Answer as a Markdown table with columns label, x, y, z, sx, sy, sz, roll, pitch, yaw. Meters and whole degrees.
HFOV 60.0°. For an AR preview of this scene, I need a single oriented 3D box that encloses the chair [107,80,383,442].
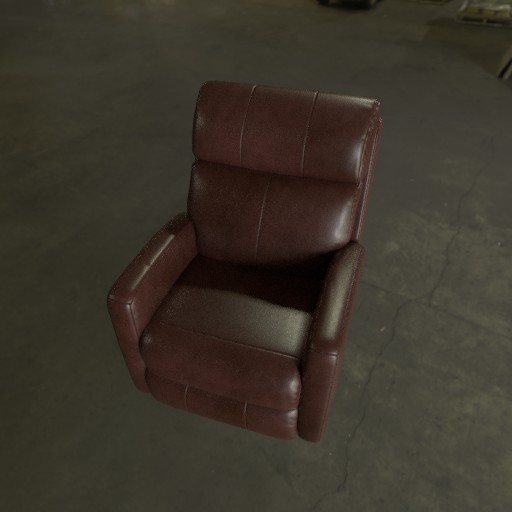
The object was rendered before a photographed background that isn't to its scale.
| label | x | y | z | sx | sy | sz | roll | pitch | yaw |
| --- | --- | --- | --- | --- | --- | --- | --- | --- | --- |
| chair | 0.000 | 0.000 | 1.679 | 0.787 | 1.016 | 0.939 | 12 | 41 | 14 |
